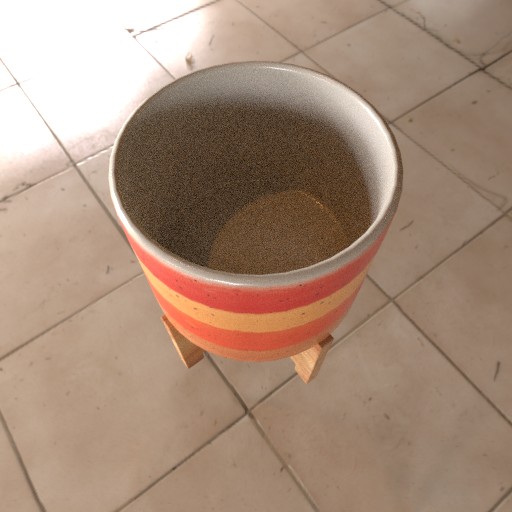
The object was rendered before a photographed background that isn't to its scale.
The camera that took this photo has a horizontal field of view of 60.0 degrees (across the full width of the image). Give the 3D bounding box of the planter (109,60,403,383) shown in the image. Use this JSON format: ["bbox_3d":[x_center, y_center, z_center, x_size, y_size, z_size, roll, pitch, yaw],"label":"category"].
[{"bbox_3d":[0.000,0.000,0.403,0.199,0.268,0.199,0,60,0],"label":"planter"}]
